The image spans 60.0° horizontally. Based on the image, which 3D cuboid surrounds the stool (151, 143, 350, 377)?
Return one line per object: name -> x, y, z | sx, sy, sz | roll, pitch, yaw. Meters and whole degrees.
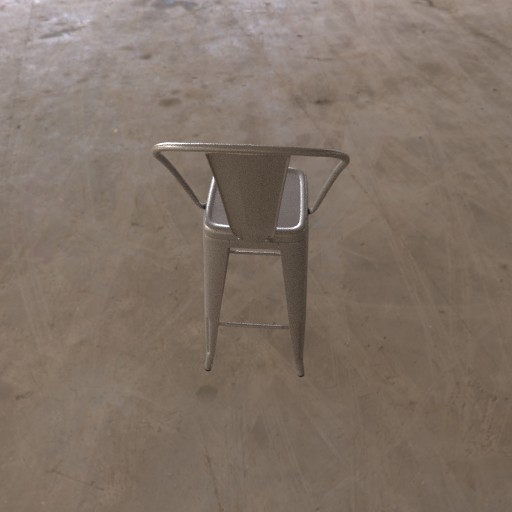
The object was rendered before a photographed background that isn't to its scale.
stool -> 0.000, 0.000, 1.359 | 0.399, 1.096, 0.513 | 3, 47, 3
